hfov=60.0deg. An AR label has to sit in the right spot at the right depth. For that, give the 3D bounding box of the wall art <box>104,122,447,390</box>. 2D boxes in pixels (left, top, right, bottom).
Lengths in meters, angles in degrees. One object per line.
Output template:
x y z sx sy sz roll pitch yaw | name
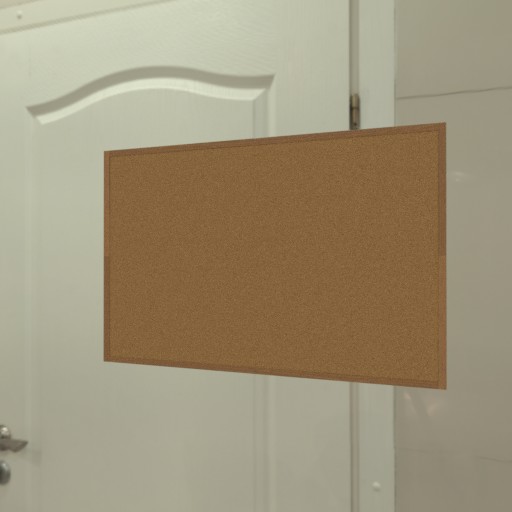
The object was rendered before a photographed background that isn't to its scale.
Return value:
0.000 0.000 1.442 1.141 0.758 0.035 0 0 17 | wall art
